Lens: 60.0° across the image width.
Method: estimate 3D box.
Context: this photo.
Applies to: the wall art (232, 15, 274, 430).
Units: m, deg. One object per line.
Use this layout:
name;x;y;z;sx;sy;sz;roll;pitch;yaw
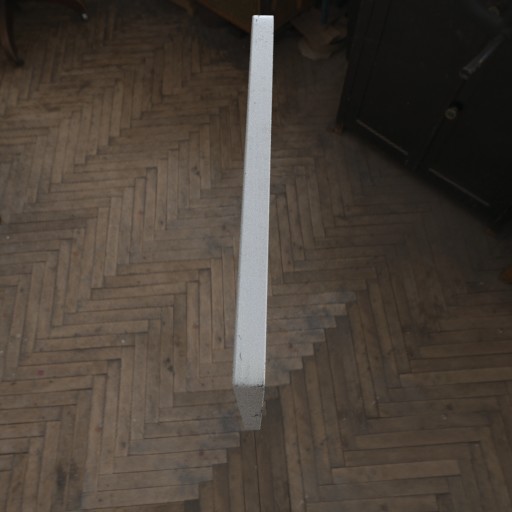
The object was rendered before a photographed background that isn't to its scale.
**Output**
wall art;0.000;0.000;0.890;0.040;0.611;0.610;2;65;1
